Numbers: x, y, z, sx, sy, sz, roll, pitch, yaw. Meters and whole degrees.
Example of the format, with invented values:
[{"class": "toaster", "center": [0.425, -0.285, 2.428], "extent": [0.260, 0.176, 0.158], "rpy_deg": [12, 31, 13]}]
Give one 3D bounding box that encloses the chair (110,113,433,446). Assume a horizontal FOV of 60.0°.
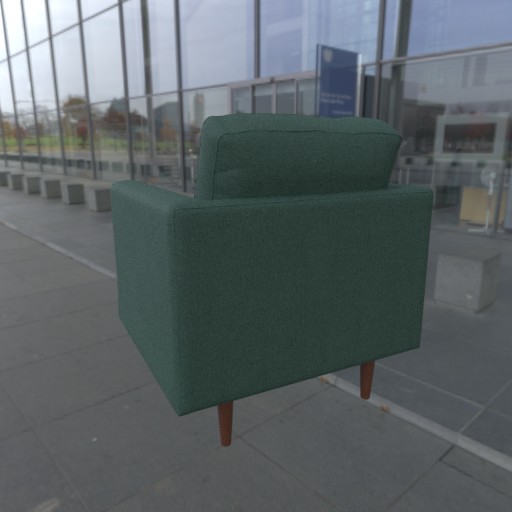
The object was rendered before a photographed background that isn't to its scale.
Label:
[{"class": "chair", "center": [0.000, 0.000, 1.565], "extent": [0.855, 0.927, 0.800], "rpy_deg": [-7, 16, -27]}]
